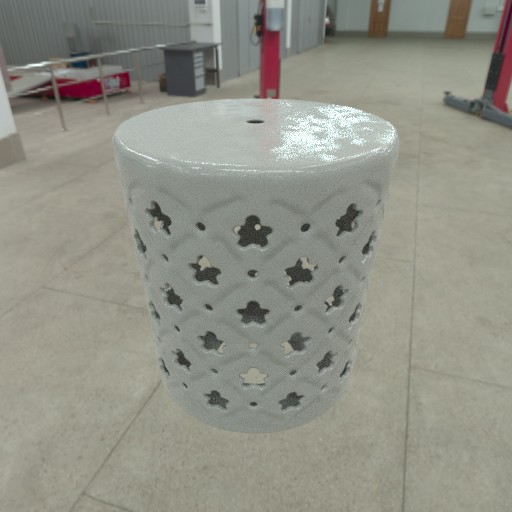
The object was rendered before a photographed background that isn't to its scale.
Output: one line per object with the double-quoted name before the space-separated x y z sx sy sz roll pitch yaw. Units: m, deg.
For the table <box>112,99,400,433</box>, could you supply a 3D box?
"table" 0.000 0.000 0.648 0.352 0.387 0.352 0 30 0
